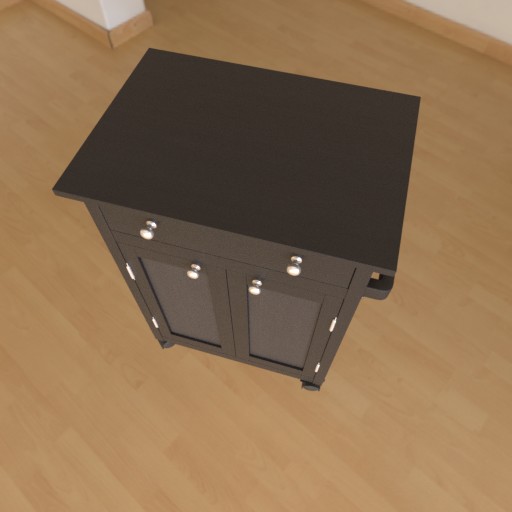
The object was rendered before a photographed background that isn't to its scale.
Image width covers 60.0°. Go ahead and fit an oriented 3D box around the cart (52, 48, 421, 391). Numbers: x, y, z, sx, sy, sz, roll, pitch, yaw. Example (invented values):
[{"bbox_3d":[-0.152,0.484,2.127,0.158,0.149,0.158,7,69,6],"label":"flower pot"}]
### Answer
[{"bbox_3d":[0.000,0.000,1.264,0.660,0.879,0.456,14,59,8],"label":"cart"}]
